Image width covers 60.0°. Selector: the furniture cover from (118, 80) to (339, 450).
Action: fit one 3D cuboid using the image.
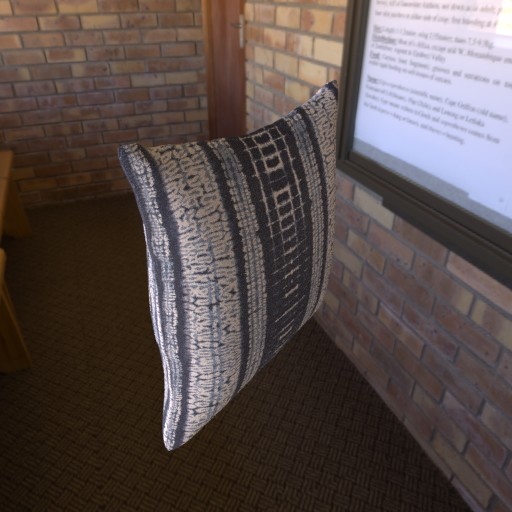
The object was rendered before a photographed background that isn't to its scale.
[{"bbox_3d":[0.000,0.000,0.655,0.133,0.435,0.425,21,37,30],"label":"furniture cover"}]
